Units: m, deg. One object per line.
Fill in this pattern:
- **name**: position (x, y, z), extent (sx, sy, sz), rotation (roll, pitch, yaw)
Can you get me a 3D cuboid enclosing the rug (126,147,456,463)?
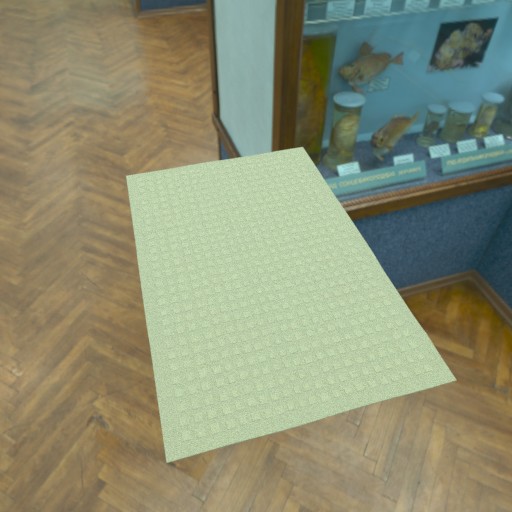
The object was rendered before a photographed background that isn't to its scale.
- **rug**: position (0.000, 0.000, 2.216), extent (1.143, 0.006, 1.747), rotation (-12, 47, -11)
